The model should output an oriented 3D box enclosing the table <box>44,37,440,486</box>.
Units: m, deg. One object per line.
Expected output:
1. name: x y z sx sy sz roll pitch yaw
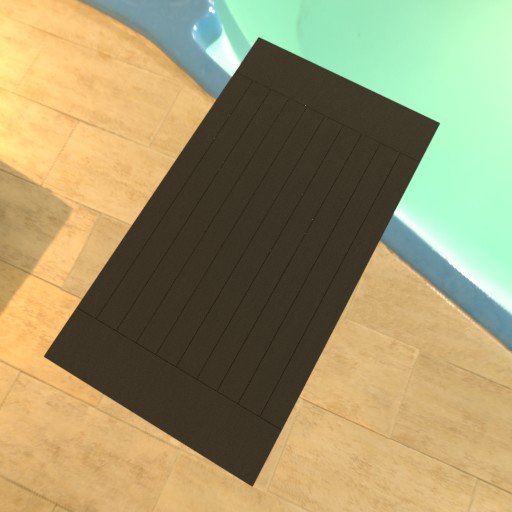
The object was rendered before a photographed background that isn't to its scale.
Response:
1. table: 0.000 0.000 1.395 0.600 0.494 1.062 29 77 7
